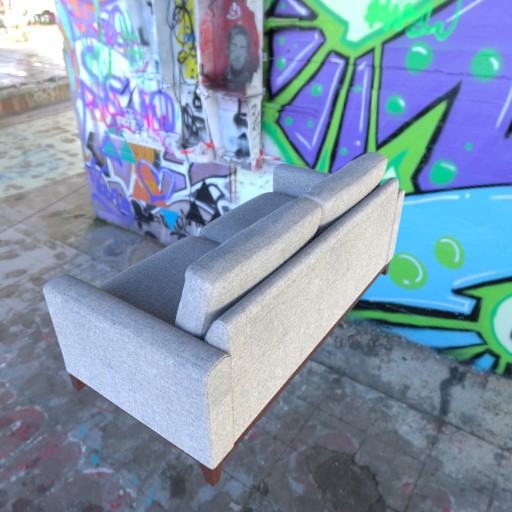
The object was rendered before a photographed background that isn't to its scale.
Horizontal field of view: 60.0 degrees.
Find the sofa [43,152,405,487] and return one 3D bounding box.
[{"bbox_3d":[0.000,0.000,2.461,0.969,0.892,1.978,20,36,29],"label":"sofa"}]
